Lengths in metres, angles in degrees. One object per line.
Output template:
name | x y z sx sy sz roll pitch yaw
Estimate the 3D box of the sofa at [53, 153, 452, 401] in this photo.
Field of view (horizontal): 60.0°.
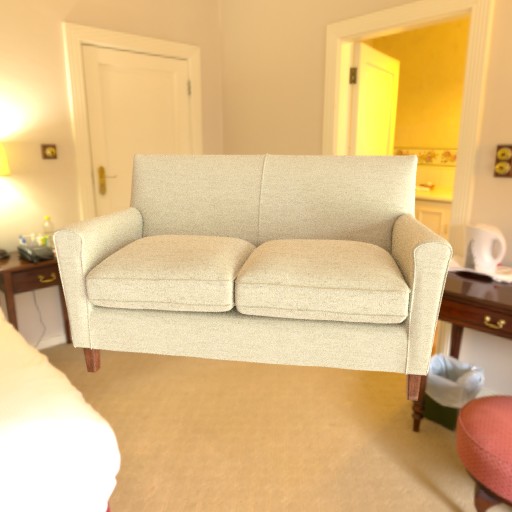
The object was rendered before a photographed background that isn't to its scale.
sofa | 0.000 0.000 2.021 1.482 0.892 0.891 2 14 9
